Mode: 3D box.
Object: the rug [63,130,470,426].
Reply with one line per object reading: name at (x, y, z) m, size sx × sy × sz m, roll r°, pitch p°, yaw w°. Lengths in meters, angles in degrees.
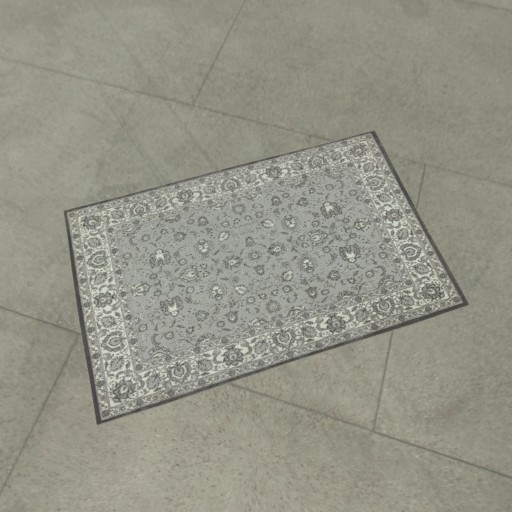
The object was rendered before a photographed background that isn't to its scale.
rug at (0.000, 0.000, 3.026) m, size 2.438 × 0.011 × 1.524 m, roll -16°, pitch 66°, yaw -7°
